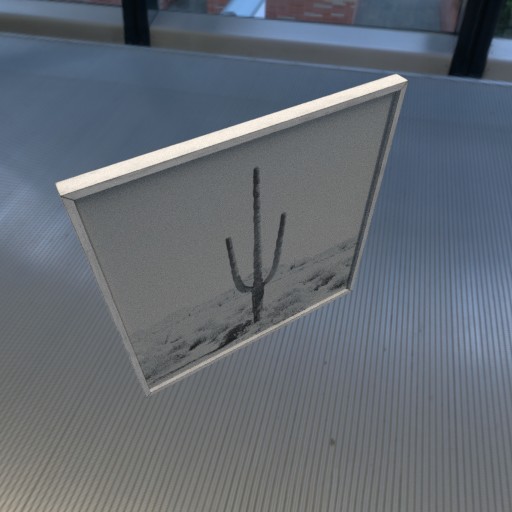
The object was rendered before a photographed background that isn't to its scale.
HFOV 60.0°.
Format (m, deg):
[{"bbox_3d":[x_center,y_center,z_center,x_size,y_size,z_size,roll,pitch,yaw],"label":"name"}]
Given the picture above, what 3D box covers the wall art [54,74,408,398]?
[{"bbox_3d":[0.000,0.000,1.143,0.762,0.762,0.038,-24,52,-20],"label":"wall art"}]
